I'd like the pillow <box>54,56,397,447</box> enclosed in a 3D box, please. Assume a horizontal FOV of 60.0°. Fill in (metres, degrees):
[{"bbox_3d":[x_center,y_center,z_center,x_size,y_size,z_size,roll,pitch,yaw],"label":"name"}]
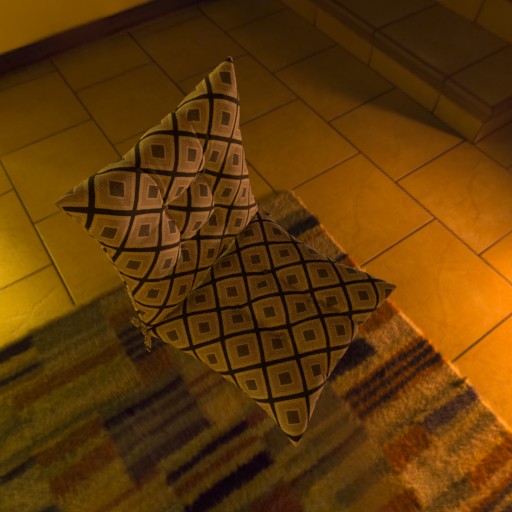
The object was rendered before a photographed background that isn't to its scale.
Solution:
[{"bbox_3d":[0.000,0.000,1.007,0.585,0.536,0.541,31,63,18],"label":"pillow"}]
